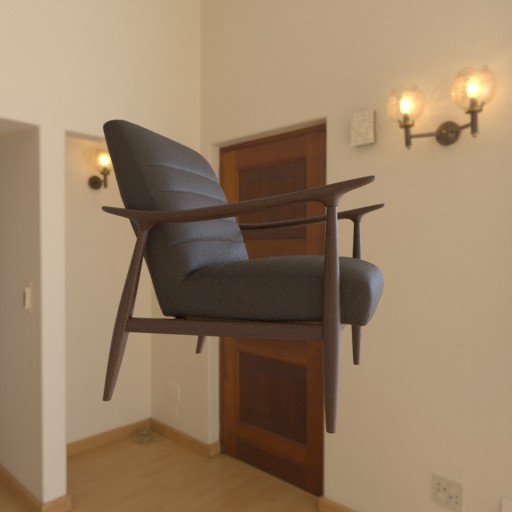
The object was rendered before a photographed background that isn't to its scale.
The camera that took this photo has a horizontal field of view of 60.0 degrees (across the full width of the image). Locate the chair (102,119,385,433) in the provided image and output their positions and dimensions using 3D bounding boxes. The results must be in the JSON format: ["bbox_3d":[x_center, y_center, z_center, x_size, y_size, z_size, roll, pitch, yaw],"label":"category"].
[{"bbox_3d":[0.000,0.000,1.460,0.798,0.831,0.741,0,1,18],"label":"chair"}]
